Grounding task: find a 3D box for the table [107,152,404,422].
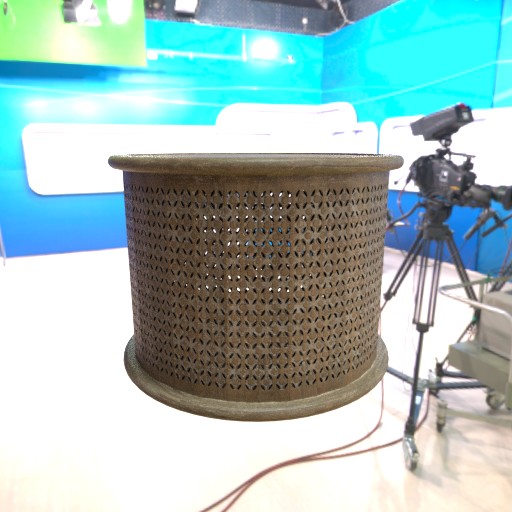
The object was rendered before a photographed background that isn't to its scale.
[{"bbox_3d":[0.000,0.000,1.004,0.607,0.450,0.607,0,14,0],"label":"table"}]
